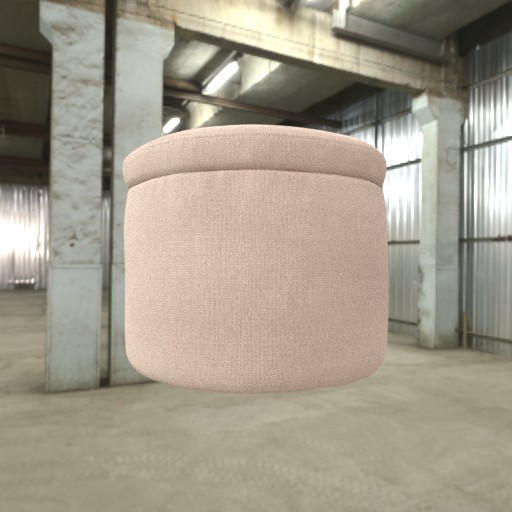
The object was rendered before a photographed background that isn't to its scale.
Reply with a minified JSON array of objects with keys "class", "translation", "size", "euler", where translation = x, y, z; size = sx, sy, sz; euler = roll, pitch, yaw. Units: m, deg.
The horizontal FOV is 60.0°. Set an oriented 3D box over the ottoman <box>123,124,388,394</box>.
[{"class":"ottoman","translation":[0.000,0.000,0.870],"size":[0.497,0.409,0.497],"euler":[0,-1,0]}]
